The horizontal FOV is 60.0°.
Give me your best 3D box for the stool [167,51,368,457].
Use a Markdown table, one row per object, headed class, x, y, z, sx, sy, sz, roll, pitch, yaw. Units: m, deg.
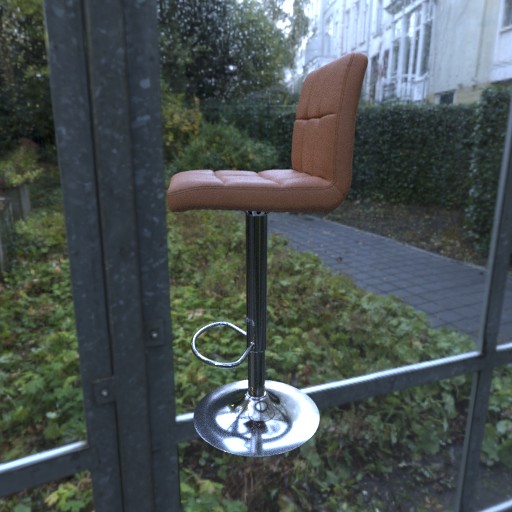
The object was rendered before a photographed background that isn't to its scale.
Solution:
| class | x | y | z | sx | sy | sz | roll | pitch | yaw |
| --- | --- | --- | --- | --- | --- | --- | --- | --- | --- |
| stool | 0.000 | 0.000 | 1.360 | 0.505 | 1.115 | 0.430 | -2 | 15 | -9 |
